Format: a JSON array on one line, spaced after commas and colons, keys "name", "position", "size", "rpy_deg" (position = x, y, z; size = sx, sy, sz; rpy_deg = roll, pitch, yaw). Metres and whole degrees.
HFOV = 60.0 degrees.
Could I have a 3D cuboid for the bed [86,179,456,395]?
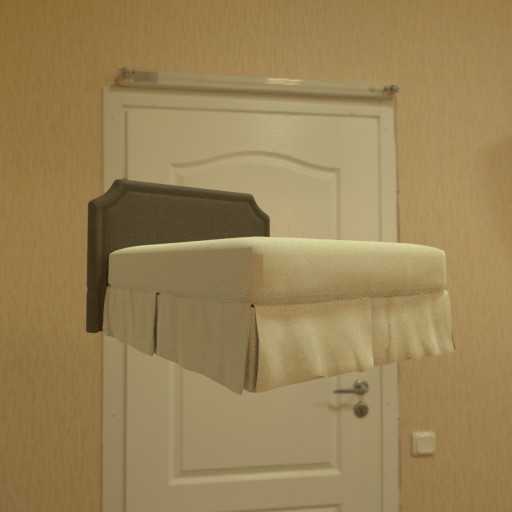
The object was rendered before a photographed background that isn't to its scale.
[{"name": "bed", "position": [0.000, 0.000, 3.253], "size": [1.831, 1.297, 2.181], "rpy_deg": [1, -1, -36]}]
